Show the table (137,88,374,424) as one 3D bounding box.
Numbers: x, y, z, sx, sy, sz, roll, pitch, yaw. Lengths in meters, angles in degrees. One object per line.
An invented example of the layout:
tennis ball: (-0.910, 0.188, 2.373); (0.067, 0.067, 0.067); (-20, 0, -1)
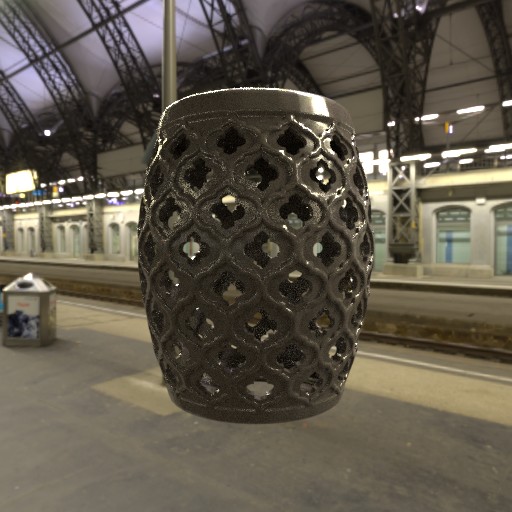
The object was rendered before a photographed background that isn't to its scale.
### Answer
table: (0.000, 0.000, 0.629); (0.325, 0.388, 0.325); (0, 2, 0)
